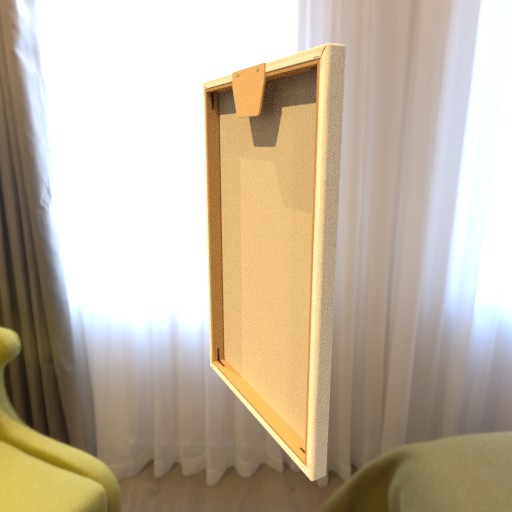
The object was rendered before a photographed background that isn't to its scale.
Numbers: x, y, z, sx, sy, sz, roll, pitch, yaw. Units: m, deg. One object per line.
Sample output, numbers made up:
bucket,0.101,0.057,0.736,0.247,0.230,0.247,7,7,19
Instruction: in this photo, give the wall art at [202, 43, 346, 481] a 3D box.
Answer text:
wall art,0.000,0.000,1.142,0.048,0.902,0.602,-8,16,-27
